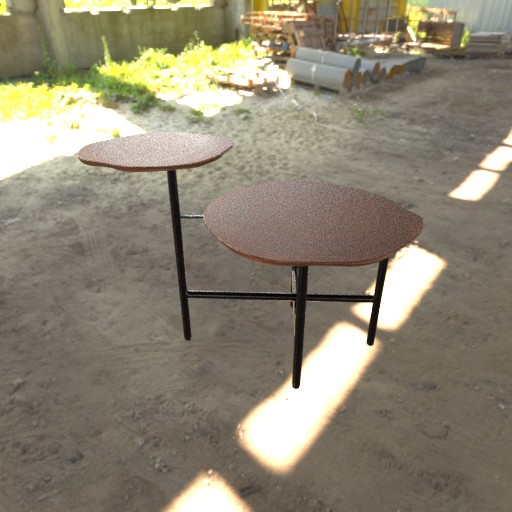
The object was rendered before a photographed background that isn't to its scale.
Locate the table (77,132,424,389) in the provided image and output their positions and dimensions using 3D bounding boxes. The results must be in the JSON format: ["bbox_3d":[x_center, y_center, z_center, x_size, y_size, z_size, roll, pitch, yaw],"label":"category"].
[{"bbox_3d":[0.000,0.000,1.092,0.759,0.538,0.442,2,30,3],"label":"table"}]
